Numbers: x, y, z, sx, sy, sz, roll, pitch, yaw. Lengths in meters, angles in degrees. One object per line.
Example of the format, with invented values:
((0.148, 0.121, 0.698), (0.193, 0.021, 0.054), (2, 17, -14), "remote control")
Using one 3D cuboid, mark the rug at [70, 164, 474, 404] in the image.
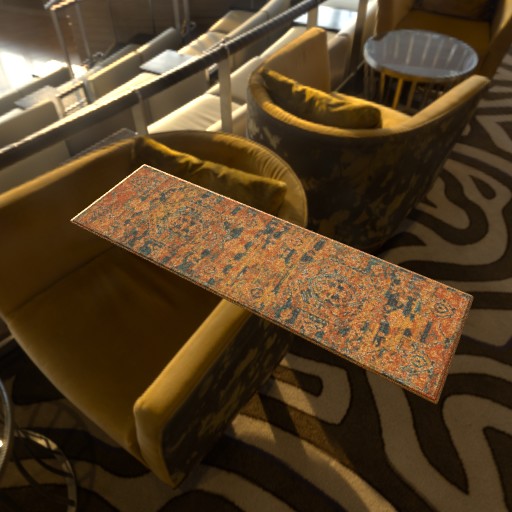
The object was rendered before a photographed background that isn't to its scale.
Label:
((0.000, 0.000, 2.033), (1.820, 0.013, 0.556), (24, 52, 21), "rug")
